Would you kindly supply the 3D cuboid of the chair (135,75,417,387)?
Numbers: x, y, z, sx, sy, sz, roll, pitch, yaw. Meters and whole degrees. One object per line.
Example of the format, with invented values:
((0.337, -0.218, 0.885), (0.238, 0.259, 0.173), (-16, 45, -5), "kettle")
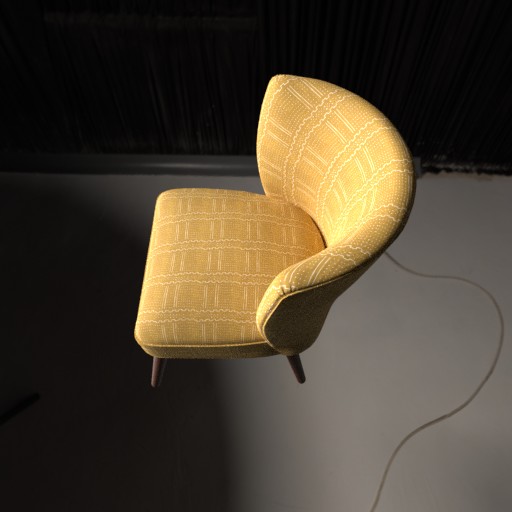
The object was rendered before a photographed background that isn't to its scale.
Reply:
((0.000, 0.000, 1.407), (0.758, 0.866, 0.706), (0, 58, 0), "chair")
